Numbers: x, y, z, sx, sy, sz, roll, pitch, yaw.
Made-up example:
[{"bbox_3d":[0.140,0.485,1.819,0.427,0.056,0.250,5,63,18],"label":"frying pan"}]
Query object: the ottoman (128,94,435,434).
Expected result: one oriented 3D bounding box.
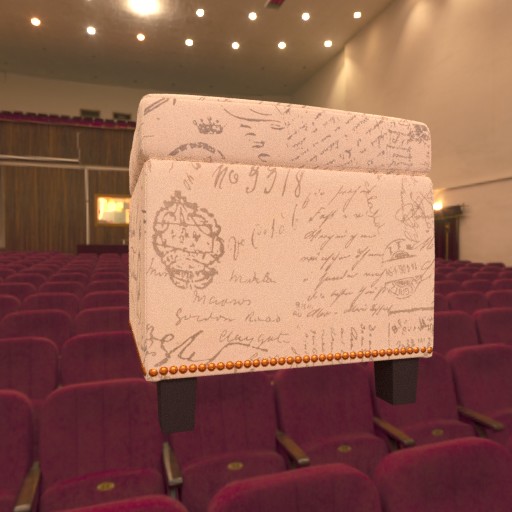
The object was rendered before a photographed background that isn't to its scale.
[{"bbox_3d":[0.000,0.000,0.825,0.449,0.457,0.450,0,0,-18],"label":"ottoman"}]
